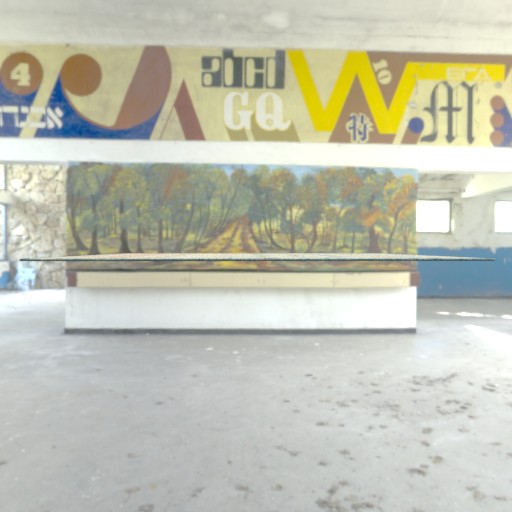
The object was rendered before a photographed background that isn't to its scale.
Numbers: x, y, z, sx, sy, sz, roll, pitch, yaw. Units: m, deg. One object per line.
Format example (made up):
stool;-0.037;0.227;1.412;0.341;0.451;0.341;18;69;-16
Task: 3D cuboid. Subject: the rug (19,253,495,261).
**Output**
rug;0.000;0.000;4.049;3.050;0.016;2.441;0;1;-1
